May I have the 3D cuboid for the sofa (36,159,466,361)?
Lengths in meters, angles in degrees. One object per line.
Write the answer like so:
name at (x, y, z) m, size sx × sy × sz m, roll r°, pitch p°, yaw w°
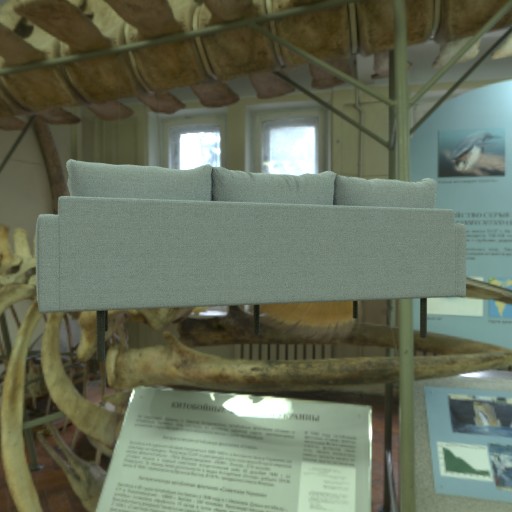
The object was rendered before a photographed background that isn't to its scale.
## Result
sofa at (0.000, 0.000, 2.363) m, size 2.000 × 0.830 × 0.850 m, roll 0°, pitch 1°, yaw -18°
